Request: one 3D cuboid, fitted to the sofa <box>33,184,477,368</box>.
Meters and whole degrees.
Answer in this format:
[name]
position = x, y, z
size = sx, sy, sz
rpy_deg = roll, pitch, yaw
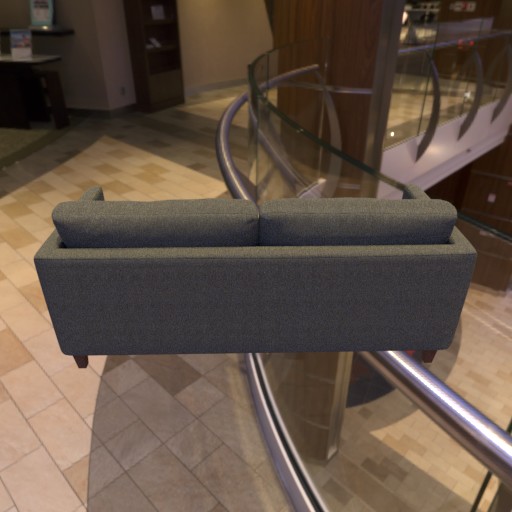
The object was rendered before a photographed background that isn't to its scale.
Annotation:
[sofa]
position = 0.000, 0.000, 2.690
size = 2.208, 0.965, 0.948
rpy_deg = -1, 31, -1
